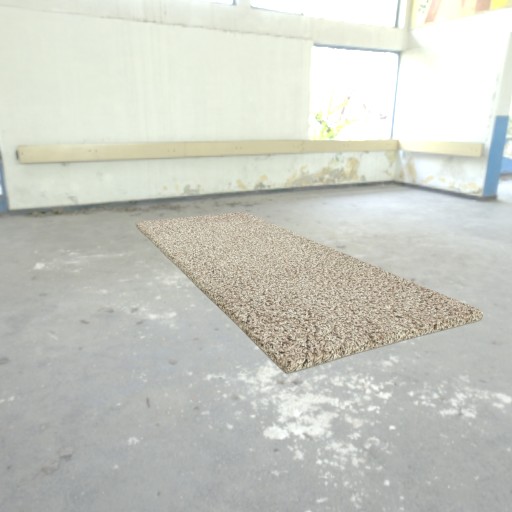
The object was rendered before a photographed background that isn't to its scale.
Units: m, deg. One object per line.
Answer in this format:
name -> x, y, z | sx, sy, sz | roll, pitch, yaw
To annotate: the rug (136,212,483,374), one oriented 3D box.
rug -> 0.000, 0.000, 1.703 | 0.609, 0.030, 1.524 | -8, 19, -25
